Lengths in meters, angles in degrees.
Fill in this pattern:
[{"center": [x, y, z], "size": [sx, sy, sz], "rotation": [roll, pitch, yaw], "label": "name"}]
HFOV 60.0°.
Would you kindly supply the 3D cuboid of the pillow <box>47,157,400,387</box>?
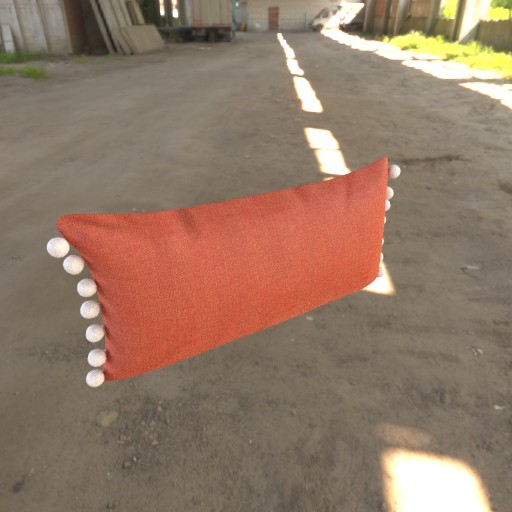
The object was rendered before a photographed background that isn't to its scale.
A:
[{"center": [0.000, 0.000, 0.856], "size": [0.709, 0.322, 0.201], "rotation": [-17, 33, -27], "label": "pillow"}]
